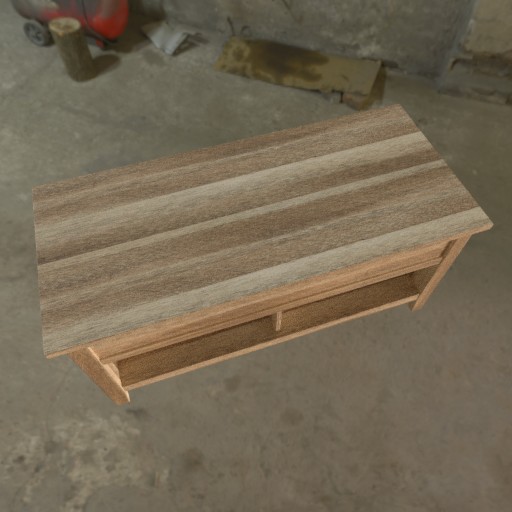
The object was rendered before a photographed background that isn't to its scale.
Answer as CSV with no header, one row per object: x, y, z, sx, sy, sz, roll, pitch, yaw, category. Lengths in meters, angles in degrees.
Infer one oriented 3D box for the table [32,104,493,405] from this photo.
0.000,0.000,1.347,1.095,0.480,0.493,-15,58,-10,table
